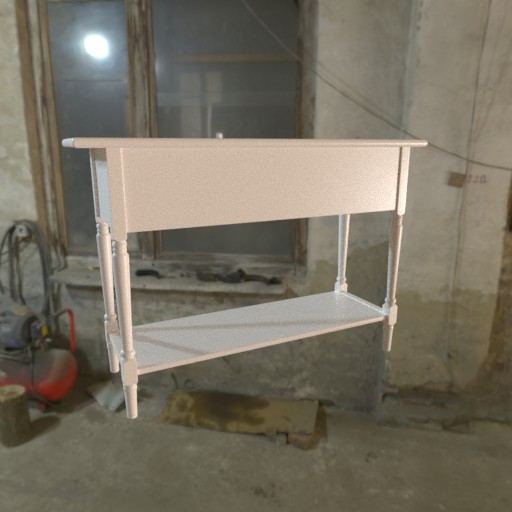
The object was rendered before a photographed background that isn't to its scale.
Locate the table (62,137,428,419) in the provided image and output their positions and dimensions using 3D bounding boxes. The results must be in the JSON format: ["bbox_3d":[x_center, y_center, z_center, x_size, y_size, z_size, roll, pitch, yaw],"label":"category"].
[{"bbox_3d":[0.000,0.000,1.601,1.191,0.814,0.386,-7,16,-26],"label":"table"}]
